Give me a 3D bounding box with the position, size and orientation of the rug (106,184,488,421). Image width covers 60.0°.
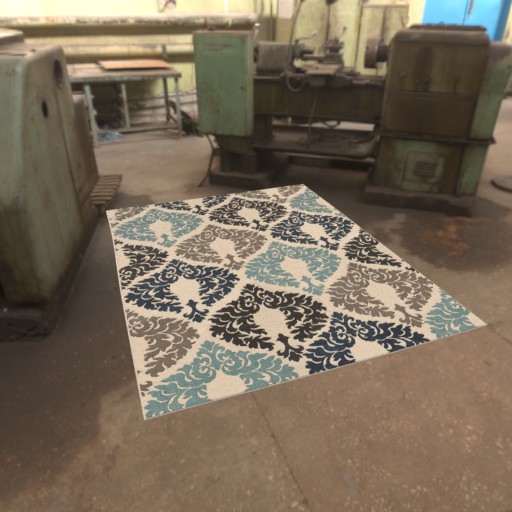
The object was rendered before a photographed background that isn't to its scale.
[{"bbox_3d":[0.000,0.000,4.027,2.423,0.014,3.040,-10,31,-18],"label":"rug"}]
